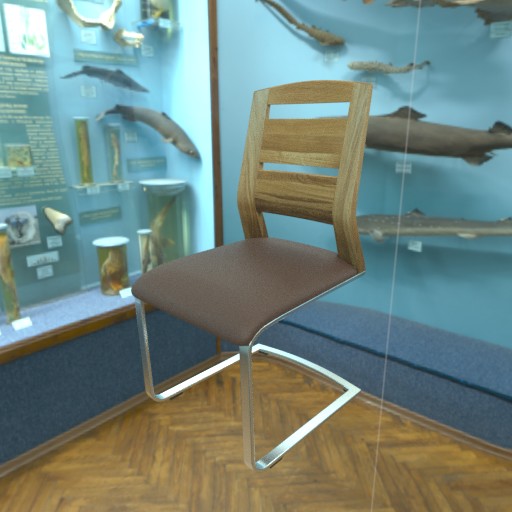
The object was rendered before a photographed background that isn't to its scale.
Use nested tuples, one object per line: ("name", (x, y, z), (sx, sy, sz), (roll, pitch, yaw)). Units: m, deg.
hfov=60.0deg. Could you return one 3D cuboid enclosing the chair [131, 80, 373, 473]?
("chair", (0.000, 0.000, 1.273), (0.460, 0.970, 0.570), (15, 23, 41))
